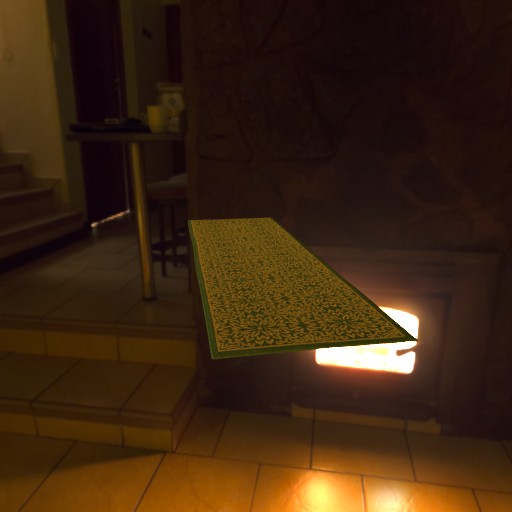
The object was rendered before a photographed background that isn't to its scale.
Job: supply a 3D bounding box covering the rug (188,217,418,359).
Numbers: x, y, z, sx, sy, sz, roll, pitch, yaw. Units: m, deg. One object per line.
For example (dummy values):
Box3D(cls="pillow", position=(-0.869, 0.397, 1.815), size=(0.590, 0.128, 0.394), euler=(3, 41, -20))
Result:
Box3D(cls="rug", position=(0.000, 0.000, 2.402), size=(0.662, 0.011, 2.196), euler=(-3, 16, -10))
